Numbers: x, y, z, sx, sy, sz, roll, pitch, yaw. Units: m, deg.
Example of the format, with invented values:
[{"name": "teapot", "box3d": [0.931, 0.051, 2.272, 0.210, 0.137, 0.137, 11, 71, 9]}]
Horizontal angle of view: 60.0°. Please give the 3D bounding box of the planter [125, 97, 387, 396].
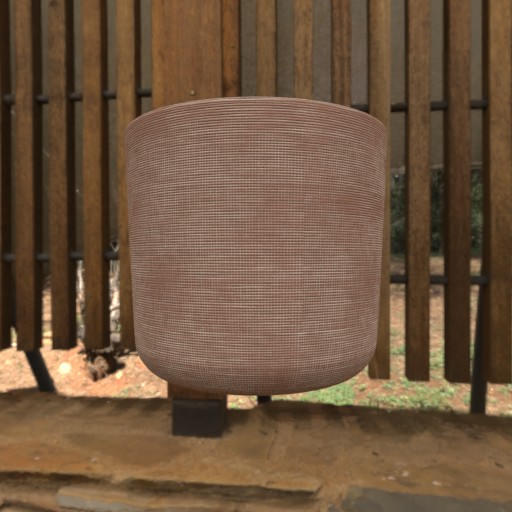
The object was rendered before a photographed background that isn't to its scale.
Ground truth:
[{"name": "planter", "box3d": [0.000, 0.000, 0.774, 0.440, 0.398, 0.440, 0, 0, 0]}]
